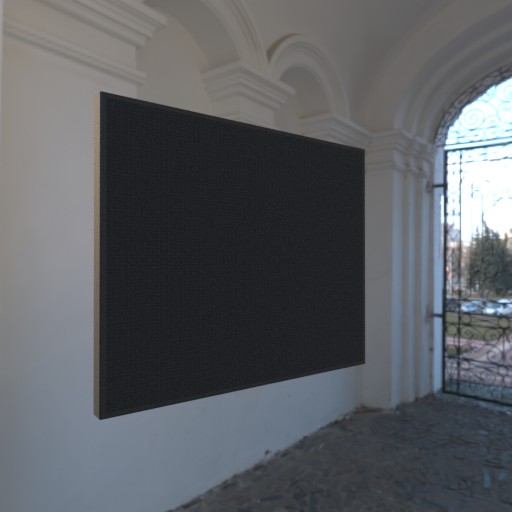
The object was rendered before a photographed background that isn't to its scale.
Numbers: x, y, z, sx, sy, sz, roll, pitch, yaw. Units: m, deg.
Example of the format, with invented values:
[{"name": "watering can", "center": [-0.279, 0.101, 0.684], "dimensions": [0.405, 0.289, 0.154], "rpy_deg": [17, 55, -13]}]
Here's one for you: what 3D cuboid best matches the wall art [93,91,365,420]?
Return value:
[{"name": "wall art", "center": [0.000, 0.000, 0.792], "dimensions": [0.559, 0.458, 0.029], "rpy_deg": [0, 0, -36]}]
